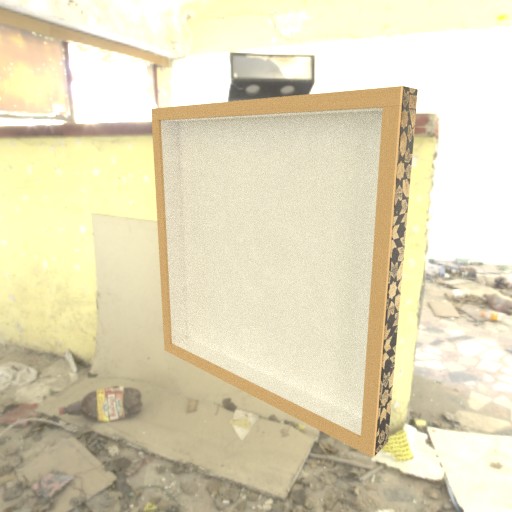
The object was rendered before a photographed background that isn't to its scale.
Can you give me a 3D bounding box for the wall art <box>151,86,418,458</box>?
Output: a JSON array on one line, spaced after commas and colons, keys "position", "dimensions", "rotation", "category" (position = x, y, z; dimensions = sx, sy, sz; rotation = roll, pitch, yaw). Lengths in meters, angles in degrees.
[{"position": [0.000, 0.000, 0.609], "dimensions": [0.405, 0.405, 0.038], "rotation": [13, 19, 41], "category": "wall art"}]
